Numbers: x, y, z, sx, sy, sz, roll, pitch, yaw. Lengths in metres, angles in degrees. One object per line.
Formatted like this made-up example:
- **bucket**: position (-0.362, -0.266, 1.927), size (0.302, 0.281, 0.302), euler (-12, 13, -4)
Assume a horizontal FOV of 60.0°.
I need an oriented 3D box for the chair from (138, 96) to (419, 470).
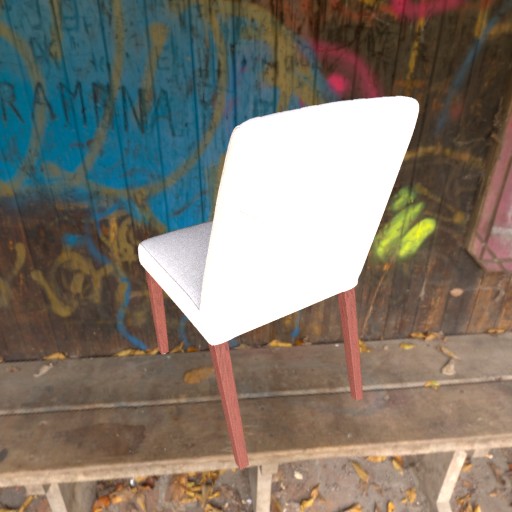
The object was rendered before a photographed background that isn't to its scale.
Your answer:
- **chair**: position (0.000, 0.000, 1.217), size (0.480, 0.900, 0.594), euler (-18, 35, -28)
